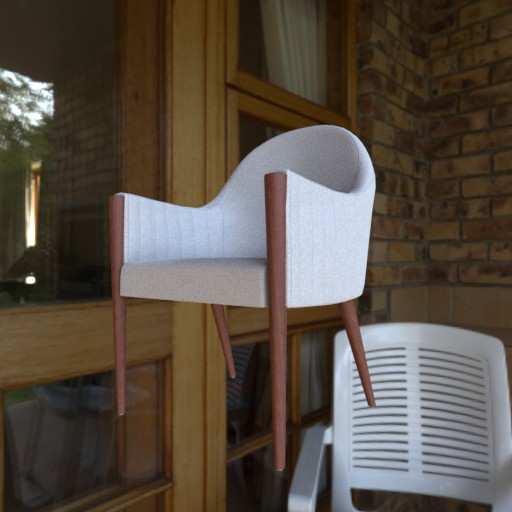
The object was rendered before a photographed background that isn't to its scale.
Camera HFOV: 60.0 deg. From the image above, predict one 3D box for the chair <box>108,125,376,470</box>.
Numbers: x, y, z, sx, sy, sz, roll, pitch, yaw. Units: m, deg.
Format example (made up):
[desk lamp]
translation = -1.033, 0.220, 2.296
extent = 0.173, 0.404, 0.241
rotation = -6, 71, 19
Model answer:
[chair]
translation = 0.000, 0.000, 1.302
extent = 0.610, 0.889, 0.620
rotation = 0, 0, 37
